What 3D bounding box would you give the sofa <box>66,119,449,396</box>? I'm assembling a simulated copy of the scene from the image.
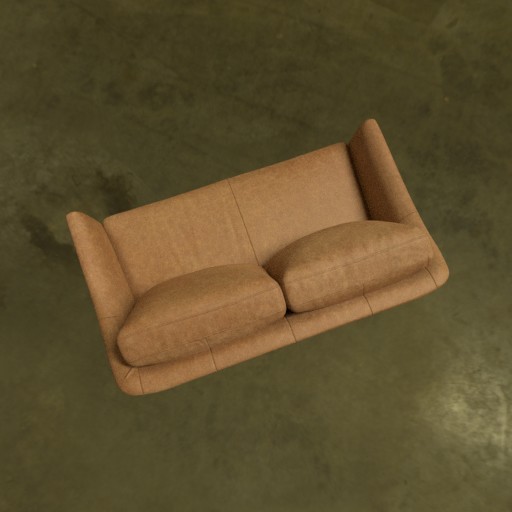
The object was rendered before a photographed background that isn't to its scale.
[{"bbox_3d":[0.000,0.000,2.215,1.619,0.902,0.960,-19,75,-5],"label":"sofa"}]
